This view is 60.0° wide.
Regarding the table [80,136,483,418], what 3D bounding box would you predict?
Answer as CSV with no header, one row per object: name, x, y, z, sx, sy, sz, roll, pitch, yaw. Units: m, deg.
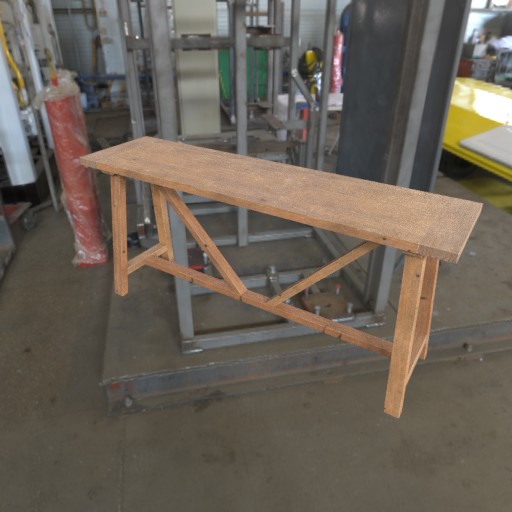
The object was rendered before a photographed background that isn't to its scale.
table,0.000,0.000,2.178,1.800,0.810,0.465,18,35,28
